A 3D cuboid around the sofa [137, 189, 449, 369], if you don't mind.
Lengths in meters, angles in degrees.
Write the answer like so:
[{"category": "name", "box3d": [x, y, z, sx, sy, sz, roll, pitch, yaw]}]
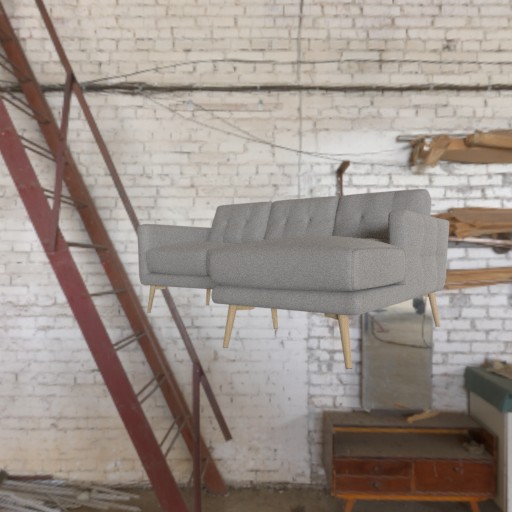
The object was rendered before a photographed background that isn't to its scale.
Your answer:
[{"category": "sofa", "box3d": [0.000, 0.000, 2.829, 2.040, 0.860, 1.530, 0, 1, 36]}]
